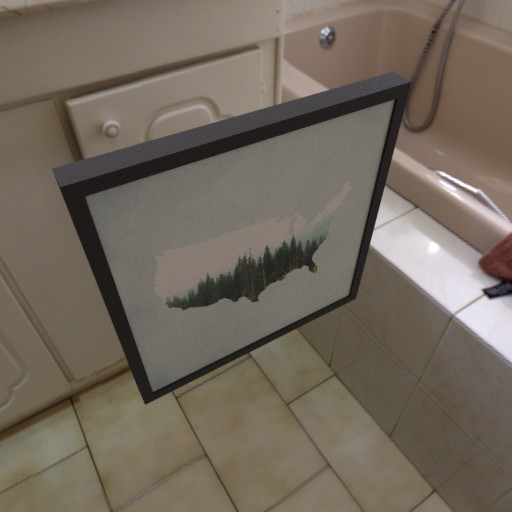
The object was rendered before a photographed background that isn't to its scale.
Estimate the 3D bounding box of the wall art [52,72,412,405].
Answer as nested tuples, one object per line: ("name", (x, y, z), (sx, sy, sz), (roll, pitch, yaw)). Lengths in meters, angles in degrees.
("wall art", (0.000, 0.000, 0.758), (0.509, 0.509, 0.040), (-23, 50, -21))
